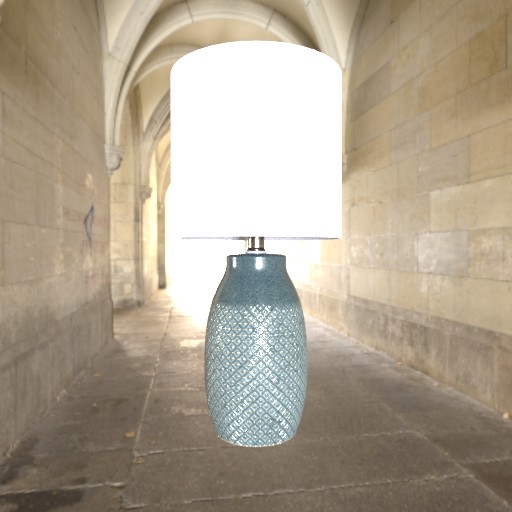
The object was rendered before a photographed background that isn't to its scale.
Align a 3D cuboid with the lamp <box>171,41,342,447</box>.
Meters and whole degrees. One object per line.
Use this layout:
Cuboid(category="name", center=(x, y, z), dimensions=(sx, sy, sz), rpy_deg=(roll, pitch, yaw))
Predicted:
Cuboid(category="lamp", center=(0.000, 0.000, 0.574), dimensions=(0.217, 0.453, 0.217), rpy_deg=(1, 1, 36))
